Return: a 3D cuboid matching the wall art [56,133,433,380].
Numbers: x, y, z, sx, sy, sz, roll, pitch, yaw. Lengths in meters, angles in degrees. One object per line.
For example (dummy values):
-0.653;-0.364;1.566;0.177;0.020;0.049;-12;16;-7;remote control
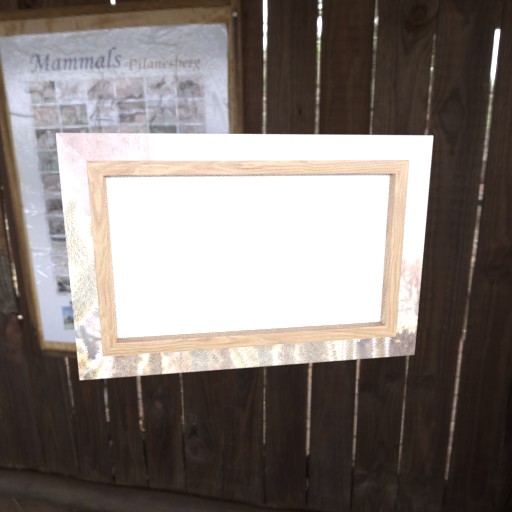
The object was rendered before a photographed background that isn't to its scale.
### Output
0.000;0.000;1.150;0.916;0.608;0.040;-2;13;-9;wall art
